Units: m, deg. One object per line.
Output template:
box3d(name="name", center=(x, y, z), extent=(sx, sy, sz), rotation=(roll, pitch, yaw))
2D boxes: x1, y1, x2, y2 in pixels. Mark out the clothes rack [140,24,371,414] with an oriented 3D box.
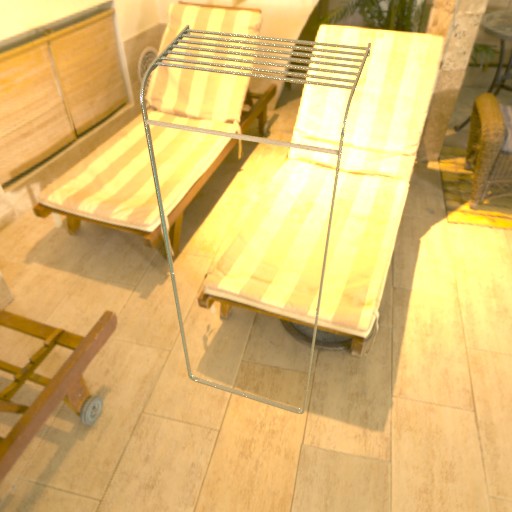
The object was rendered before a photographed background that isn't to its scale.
box3d(name="clothes rack", center=(0.000, 0.000, 1.787), extent=(0.609, 1.574, 0.349), rotation=(13, 43, 14))
